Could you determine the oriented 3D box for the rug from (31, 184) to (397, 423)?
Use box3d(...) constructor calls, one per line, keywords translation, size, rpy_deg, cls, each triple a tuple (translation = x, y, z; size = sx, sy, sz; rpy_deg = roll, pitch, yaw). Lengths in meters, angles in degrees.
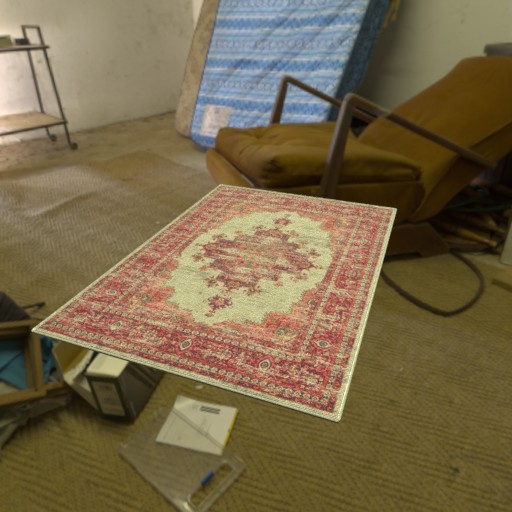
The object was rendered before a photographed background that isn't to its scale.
box3d(translation=(0.000, 0.000, 2.250), size=(1.217, 0.011, 1.747), rpy_deg=(11, 31, 18), cls="rug")
